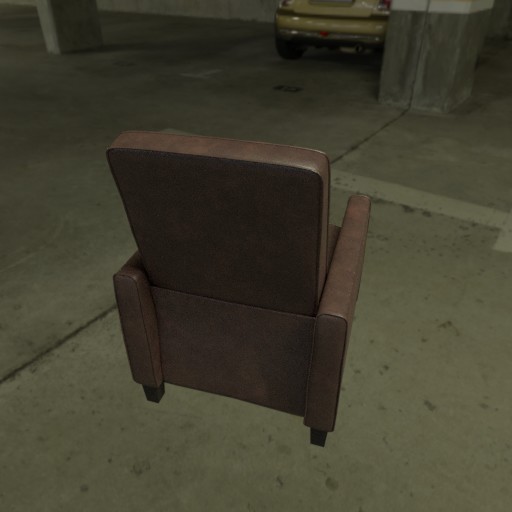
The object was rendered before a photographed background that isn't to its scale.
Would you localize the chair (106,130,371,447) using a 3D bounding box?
[{"bbox_3d":[0.000,0.000,1.514,0.705,1.013,0.746,9,34,14],"label":"chair"}]
